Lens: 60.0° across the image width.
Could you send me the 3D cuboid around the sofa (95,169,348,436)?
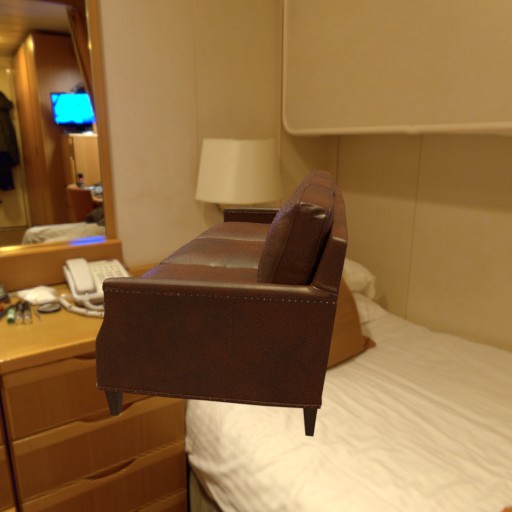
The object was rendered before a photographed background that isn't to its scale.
[{"bbox_3d":[0.000,0.000,2.845,1.084,1.003,2.240,2,15,9],"label":"sofa"}]
